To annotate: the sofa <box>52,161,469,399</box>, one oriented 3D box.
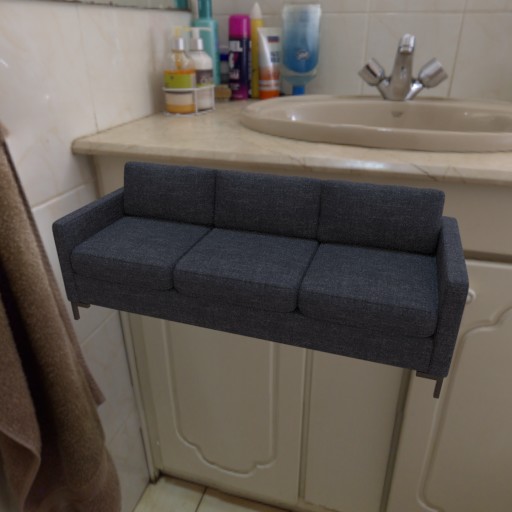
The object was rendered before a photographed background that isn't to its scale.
[{"bbox_3d":[0.000,0.000,2.658,2.218,0.874,0.859,8,28,16],"label":"sofa"}]
